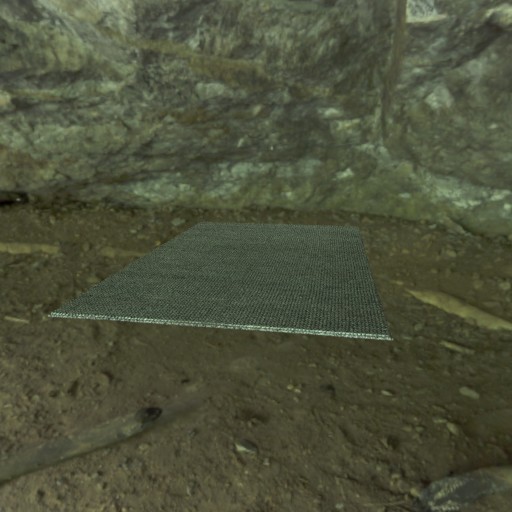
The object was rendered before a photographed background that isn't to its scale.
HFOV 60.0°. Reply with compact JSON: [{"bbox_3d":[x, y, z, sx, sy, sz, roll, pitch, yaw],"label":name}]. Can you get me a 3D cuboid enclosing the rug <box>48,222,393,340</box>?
[{"bbox_3d":[0.000,0.000,3.083,1.538,0.021,2.443,2,15,9],"label":"rug"}]
